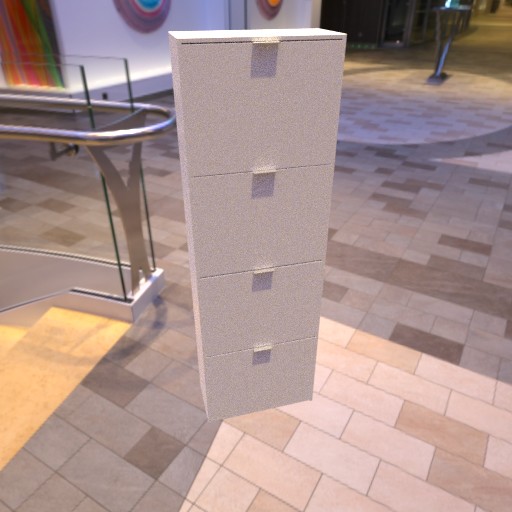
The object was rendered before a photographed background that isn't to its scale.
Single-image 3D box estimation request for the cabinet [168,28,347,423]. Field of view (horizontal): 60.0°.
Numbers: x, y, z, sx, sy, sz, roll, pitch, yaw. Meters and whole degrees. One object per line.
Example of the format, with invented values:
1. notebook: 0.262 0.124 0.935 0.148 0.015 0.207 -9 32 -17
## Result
1. cabinet: 0.000 0.000 1.809 0.520 1.630 0.255 -8 32 -13
